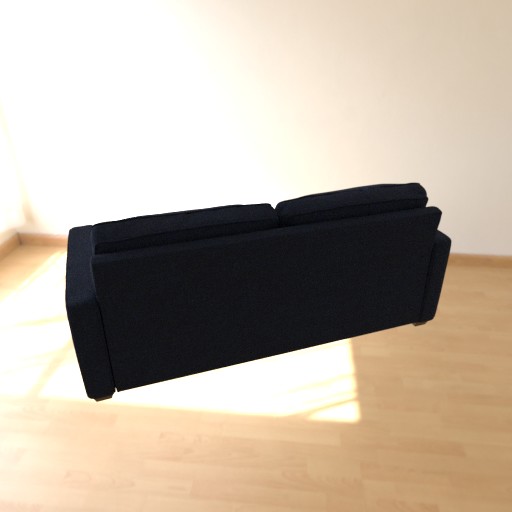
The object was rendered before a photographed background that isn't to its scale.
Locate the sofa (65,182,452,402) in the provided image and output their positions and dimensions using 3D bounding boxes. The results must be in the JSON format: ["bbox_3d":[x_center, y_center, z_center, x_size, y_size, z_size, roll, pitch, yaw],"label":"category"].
[{"bbox_3d":[0.000,0.000,2.640,2.080,0.919,0.940,-9,29,-17],"label":"sofa"}]
